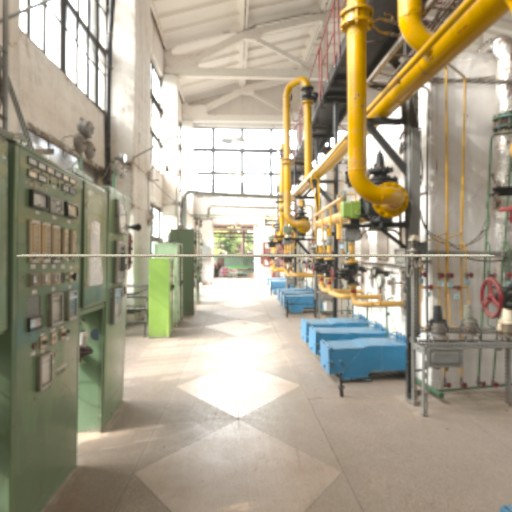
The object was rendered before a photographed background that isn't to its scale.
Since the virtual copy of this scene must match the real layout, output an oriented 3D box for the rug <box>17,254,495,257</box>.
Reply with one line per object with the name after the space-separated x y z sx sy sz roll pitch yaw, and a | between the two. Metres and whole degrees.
0.000 0.000 1.429 1.219 0.007 0.604 0 0 -1 | rug
